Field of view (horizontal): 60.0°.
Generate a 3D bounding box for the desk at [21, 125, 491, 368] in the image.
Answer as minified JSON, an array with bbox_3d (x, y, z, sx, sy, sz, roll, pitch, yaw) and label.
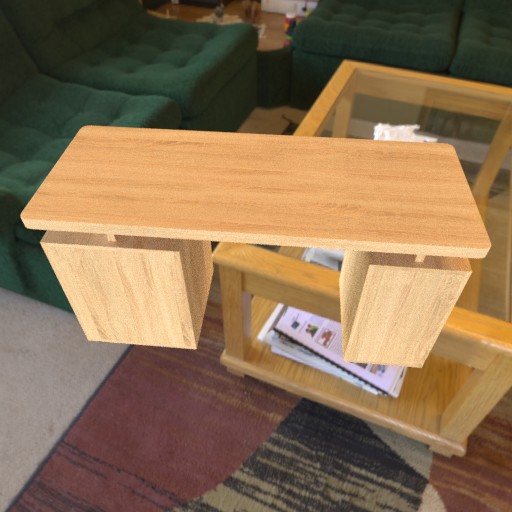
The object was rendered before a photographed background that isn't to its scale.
[{"bbox_3d":[0.000,0.000,1.759,1.400,0.760,0.550,4,46,4],"label":"desk"}]
